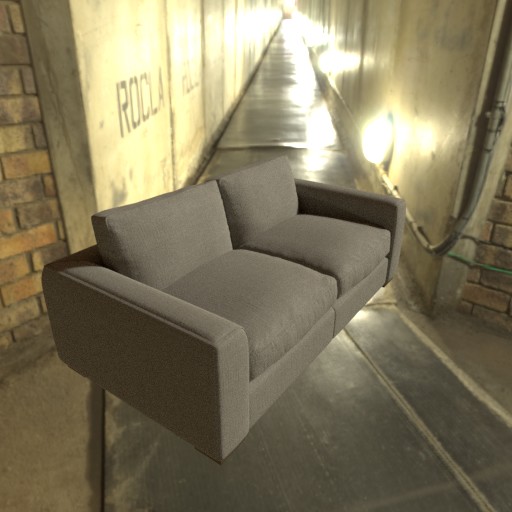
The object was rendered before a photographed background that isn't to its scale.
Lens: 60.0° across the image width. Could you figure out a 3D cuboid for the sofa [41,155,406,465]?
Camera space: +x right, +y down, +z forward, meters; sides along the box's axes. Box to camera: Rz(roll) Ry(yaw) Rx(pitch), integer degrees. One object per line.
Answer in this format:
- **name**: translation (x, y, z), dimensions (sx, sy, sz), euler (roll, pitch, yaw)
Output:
- **sofa**: translation (0.000, 0.000, 2.468), dimensions (1.069, 0.800, 1.920), euler (17, 31, 32)
